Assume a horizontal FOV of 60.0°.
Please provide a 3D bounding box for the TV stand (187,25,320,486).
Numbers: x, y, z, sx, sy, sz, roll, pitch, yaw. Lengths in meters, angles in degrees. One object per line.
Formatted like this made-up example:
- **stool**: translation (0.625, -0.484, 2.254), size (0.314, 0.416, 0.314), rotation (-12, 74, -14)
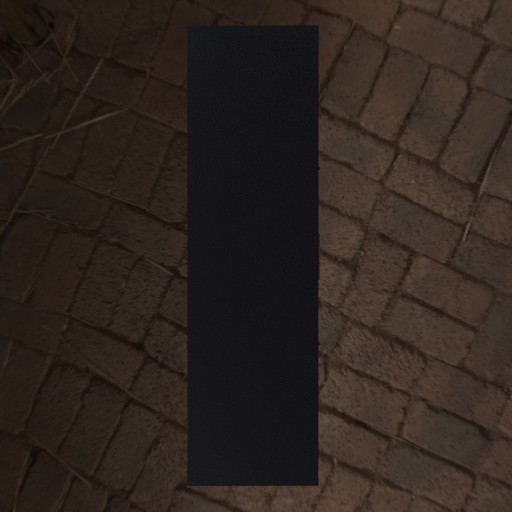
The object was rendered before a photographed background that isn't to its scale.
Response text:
- **TV stand**: translation (0.000, 0.000, 1.519), size (0.390, 0.518, 1.312), rotation (0, 90, 0)
